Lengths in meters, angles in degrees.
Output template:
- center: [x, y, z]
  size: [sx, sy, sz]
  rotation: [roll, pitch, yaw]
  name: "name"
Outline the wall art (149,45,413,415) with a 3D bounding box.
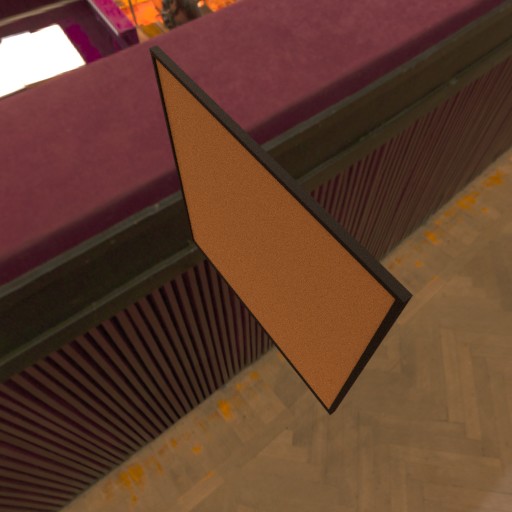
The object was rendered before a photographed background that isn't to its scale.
- center: [0.000, 0.000, 0.684]
  size: [0.013, 0.457, 0.458]
  rotation: [-32, 64, -18]
  name: "wall art"
